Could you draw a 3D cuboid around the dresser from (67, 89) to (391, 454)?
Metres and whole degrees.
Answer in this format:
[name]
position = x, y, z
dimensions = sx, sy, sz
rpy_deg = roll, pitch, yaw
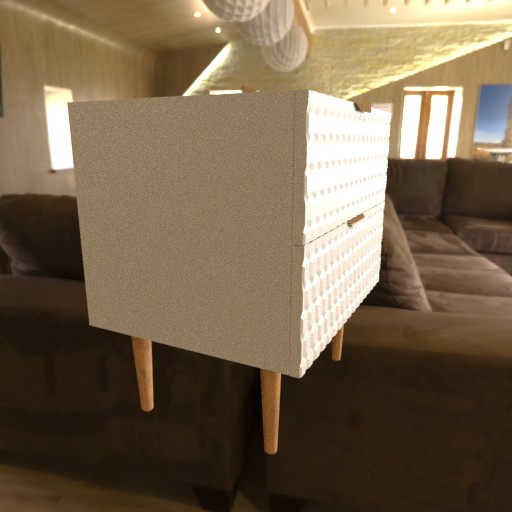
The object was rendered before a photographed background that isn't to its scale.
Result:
[dresser]
position = 0.000, 0.000, 0.896
dimensions = 0.414, 0.568, 0.503
rpy_deg = 7, 16, 26
